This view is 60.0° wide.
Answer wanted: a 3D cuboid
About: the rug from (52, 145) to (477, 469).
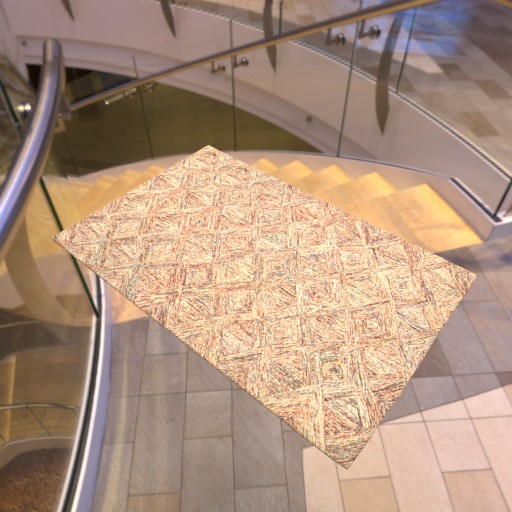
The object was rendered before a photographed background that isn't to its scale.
[{"bbox_3d":[0.000,0.000,2.164,1.761,0.014,1.143,31,53,27],"label":"rug"}]
